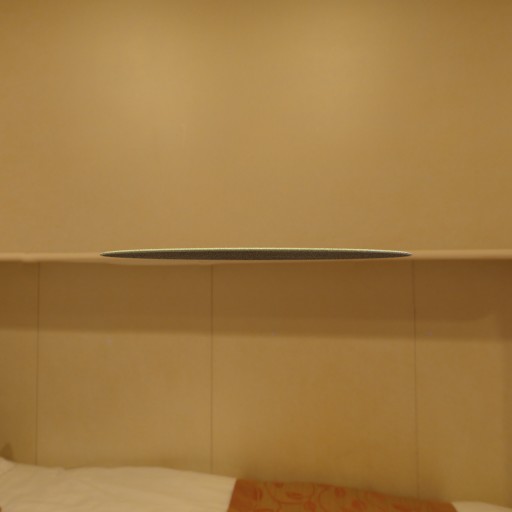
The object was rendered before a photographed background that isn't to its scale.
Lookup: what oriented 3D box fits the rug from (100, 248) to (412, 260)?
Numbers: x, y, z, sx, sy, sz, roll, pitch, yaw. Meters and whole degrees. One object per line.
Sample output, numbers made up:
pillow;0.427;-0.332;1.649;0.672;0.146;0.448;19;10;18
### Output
rug;0.000;0.000;2.392;1.593;0.012;1.593;0;-2;0
